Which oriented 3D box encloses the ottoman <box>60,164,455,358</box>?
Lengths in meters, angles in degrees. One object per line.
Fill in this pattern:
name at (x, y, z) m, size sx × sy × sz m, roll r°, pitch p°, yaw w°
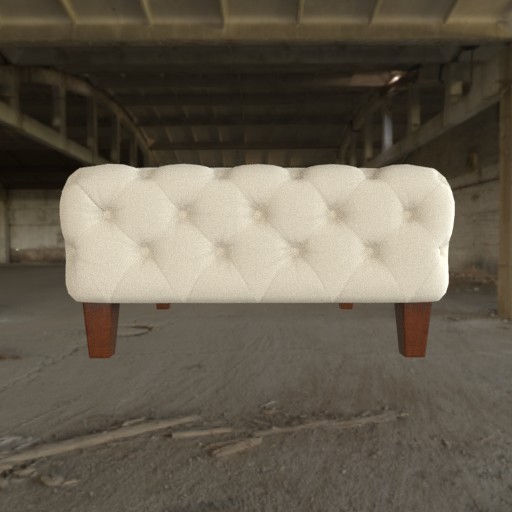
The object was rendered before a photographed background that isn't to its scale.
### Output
ottoman at (0.000, 0.000, 1.183) m, size 0.755 × 0.376 × 0.753 m, roll 0°, pitch 2°, yaw -1°
